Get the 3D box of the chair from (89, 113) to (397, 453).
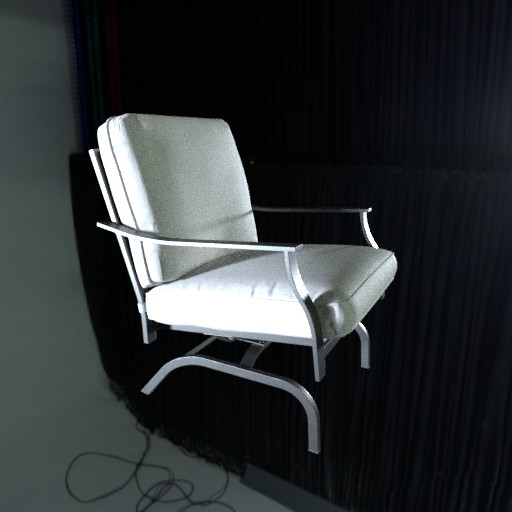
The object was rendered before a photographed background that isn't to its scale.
[{"bbox_3d":[0.000,0.000,1.410,0.787,0.860,0.650,8,17,27],"label":"chair"}]
